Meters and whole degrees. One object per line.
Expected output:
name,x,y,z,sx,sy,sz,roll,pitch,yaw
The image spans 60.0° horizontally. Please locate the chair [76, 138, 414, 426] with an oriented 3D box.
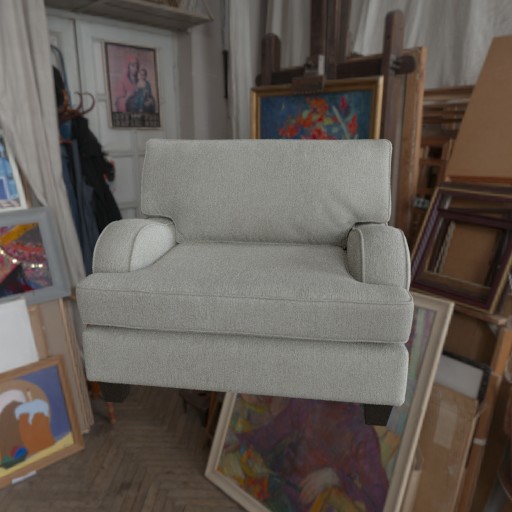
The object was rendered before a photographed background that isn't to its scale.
chair,0.000,0.000,1.983,1.220,1.016,1.041,2,15,8
